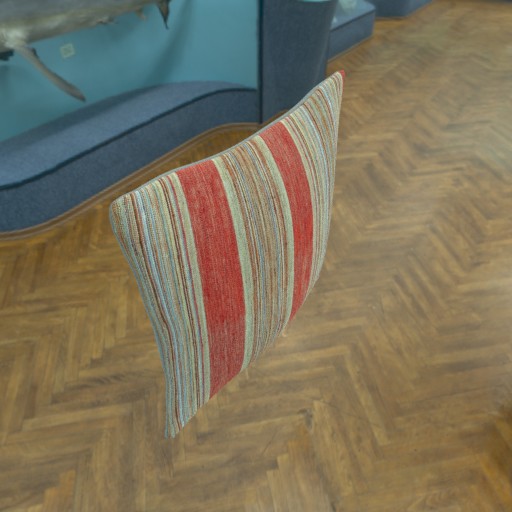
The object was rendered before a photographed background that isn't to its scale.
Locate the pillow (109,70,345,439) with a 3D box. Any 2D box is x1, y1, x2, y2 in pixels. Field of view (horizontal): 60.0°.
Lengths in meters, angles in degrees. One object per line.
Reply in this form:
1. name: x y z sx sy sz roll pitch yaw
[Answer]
1. pillow: 0.000 0.000 0.646 0.136 0.419 0.437 25 47 26
